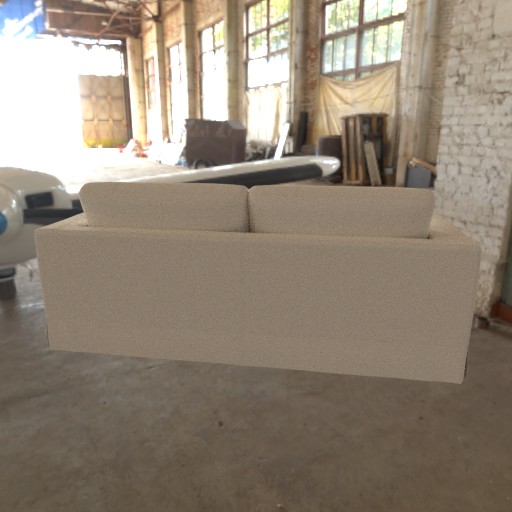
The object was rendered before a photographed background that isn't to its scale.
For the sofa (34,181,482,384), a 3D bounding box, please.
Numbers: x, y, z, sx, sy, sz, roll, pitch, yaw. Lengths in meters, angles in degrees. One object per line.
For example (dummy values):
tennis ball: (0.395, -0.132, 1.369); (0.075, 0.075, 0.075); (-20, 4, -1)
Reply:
sofa: (0.000, 0.000, 2.566); (2.163, 0.881, 0.954); (3, 16, 9)
